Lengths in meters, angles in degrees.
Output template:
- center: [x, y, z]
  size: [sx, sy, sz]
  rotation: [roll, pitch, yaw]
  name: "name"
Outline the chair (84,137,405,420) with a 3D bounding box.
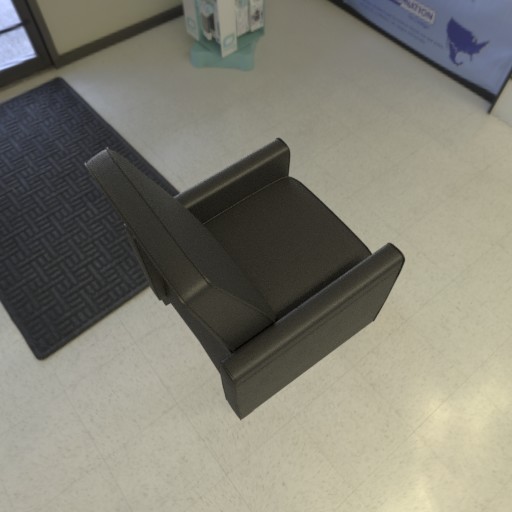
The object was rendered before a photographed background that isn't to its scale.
- center: [0.000, 0.000, 1.554]
  size: [0.746, 1.013, 0.705]
  rotation: [-32, 63, -18]
  name: "chair"
